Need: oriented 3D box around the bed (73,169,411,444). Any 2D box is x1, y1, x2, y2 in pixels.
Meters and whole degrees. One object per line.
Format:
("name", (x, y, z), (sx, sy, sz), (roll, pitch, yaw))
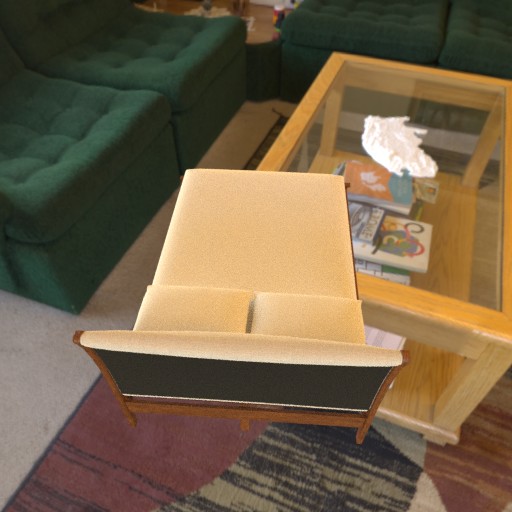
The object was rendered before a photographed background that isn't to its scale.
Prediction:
("bed", (0.000, 0.000, 3.259), (1.612, 1.250, 2.380), (3, 47, 3))
